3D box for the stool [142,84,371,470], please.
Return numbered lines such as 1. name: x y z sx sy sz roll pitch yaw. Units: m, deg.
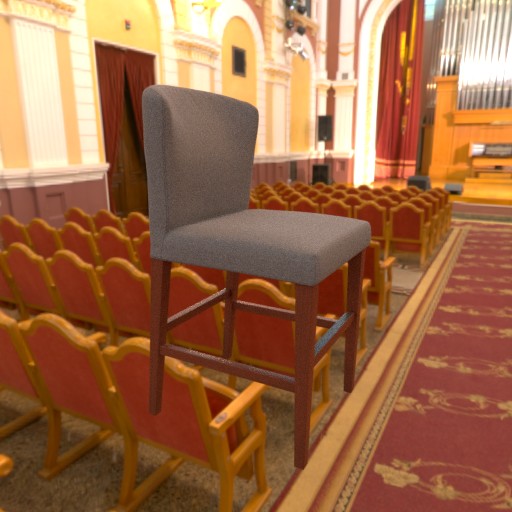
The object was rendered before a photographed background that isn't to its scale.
1. stool: 0.000 0.000 1.311 0.568 0.968 0.481 8 17 28
